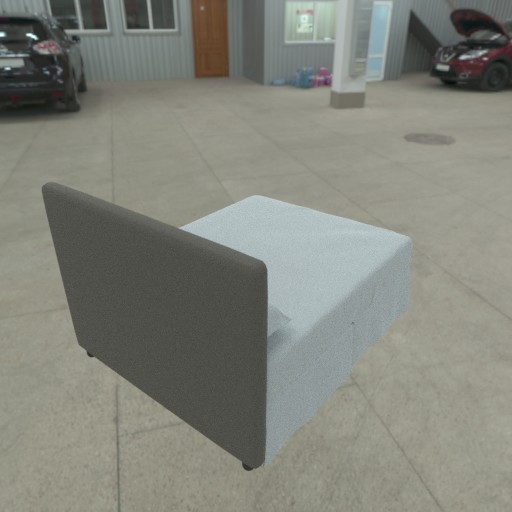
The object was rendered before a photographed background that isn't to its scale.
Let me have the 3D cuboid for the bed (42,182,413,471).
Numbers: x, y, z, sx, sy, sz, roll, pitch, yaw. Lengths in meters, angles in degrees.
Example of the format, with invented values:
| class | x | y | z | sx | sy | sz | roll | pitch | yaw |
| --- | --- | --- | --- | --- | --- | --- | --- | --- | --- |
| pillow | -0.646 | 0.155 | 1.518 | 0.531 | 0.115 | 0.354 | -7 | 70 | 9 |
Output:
| class | x | y | z | sx | sy | sz | roll | pitch | yaw |
| --- | --- | --- | --- | --- | --- | --- | --- | --- | --- |
| bed | 0.000 | 0.000 | 3.257 | 1.748 | 1.330 | 2.142 | 21 | 34 | 33 |
